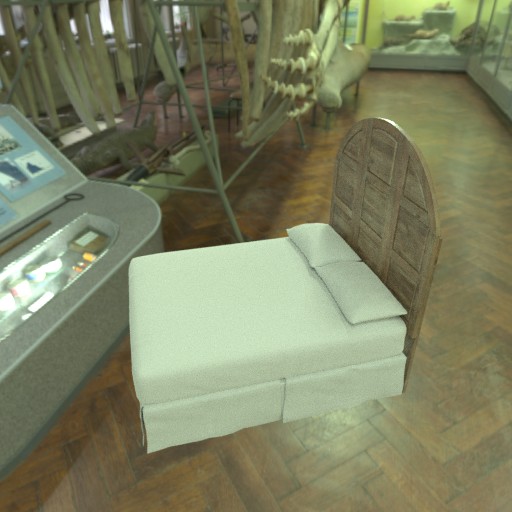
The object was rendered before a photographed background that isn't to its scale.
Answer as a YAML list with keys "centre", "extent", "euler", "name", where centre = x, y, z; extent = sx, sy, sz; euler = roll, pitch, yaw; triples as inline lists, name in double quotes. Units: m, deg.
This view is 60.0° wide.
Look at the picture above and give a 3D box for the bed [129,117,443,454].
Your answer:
- centre: [0.000, 0.000, 3.545]
  extent: [2.112, 2.002, 1.713]
  euler: [-8, 31, -13]
  name: "bed"
